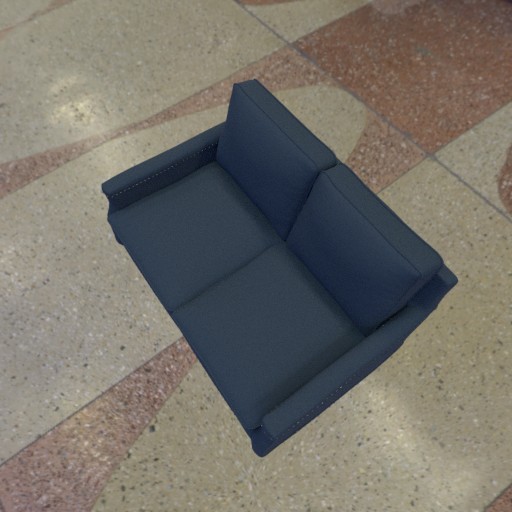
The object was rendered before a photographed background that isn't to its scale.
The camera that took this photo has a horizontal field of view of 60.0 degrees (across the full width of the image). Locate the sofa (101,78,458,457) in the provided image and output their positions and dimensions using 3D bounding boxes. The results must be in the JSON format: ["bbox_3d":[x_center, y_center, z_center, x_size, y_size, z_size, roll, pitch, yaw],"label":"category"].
[{"bbox_3d":[0.000,0.000,2.334,1.084,1.003,1.597,-32,66,-16],"label":"sofa"}]
